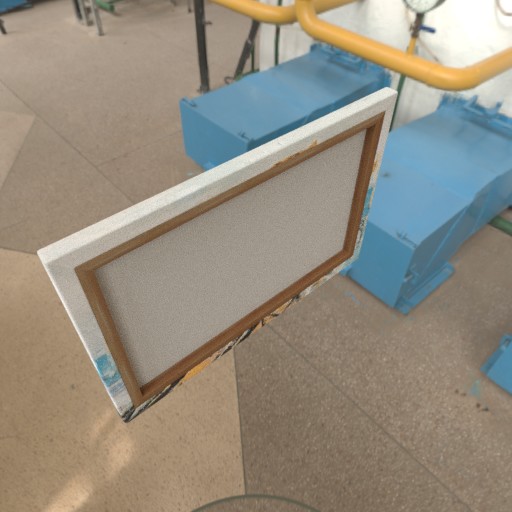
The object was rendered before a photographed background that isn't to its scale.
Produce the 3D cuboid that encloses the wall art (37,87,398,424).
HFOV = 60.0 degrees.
[{"bbox_3d":[0.000,0.000,1.138,0.913,0.609,0.038,-32,54,-27],"label":"wall art"}]
